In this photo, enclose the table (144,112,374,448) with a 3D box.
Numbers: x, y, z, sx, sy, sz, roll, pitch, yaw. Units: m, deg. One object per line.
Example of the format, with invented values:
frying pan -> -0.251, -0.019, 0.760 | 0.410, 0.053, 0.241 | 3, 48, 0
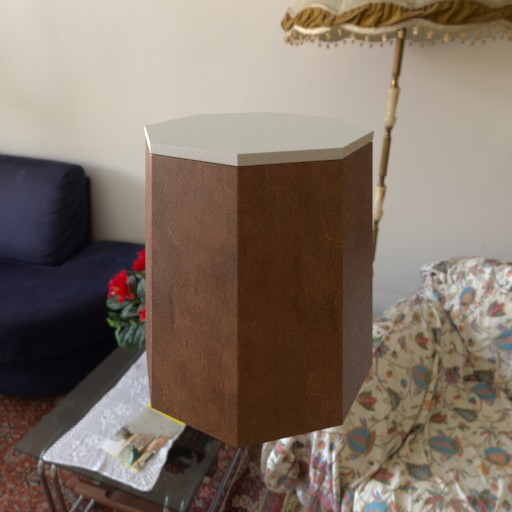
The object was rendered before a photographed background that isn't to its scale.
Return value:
table -> 0.000, 0.000, 0.812 | 0.439, 0.457, 0.439 | -8, 27, -16
